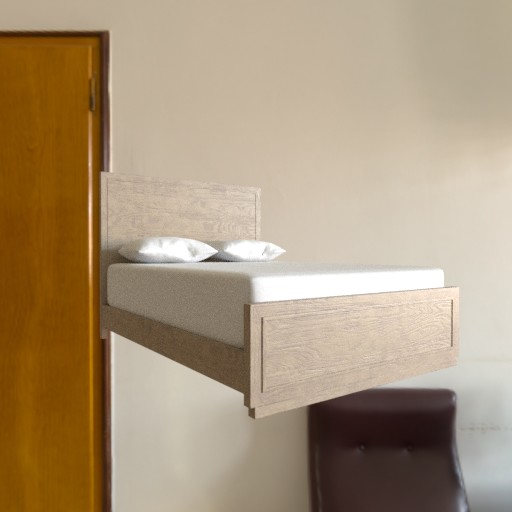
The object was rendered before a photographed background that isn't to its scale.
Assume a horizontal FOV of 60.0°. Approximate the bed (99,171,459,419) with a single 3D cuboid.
[{"bbox_3d":[0.000,0.000,3.228,1.606,1.369,2.189,0,1,-35],"label":"bed"}]
